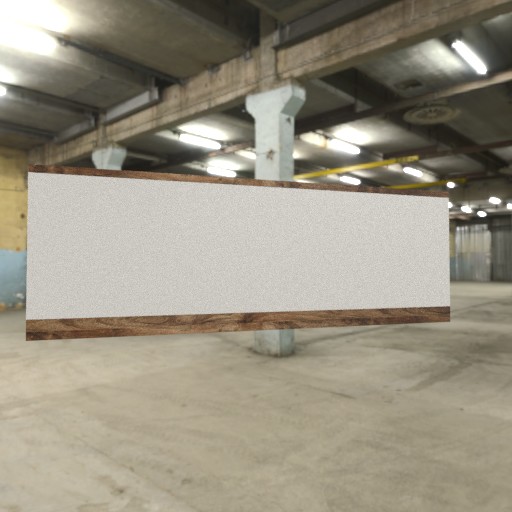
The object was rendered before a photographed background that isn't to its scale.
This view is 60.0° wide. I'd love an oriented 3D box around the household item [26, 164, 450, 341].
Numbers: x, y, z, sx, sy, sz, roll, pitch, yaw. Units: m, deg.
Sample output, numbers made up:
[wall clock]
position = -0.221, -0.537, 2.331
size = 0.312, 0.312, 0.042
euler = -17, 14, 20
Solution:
[household item]
position = 0.000, 0.000, 2.004
size = 1.800, 0.615, 0.390
euler = 1, -2, -18
